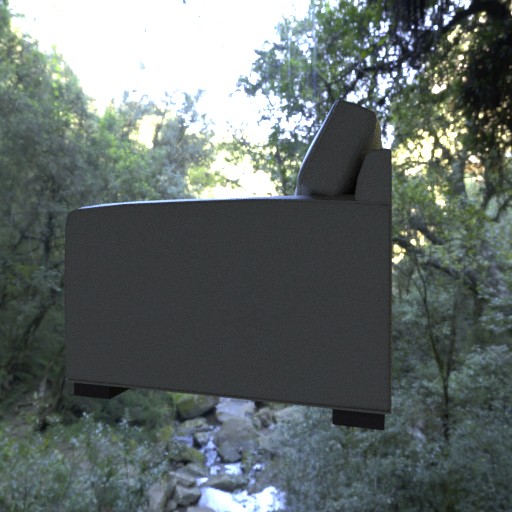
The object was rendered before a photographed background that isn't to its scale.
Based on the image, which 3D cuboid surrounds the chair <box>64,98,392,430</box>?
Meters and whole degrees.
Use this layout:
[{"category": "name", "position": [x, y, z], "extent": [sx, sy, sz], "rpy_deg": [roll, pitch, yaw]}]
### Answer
[{"category": "chair", "position": [0.000, 0.000, 1.774], "extent": [1.043, 0.913, 0.998], "rpy_deg": [0, 1, 17]}]
